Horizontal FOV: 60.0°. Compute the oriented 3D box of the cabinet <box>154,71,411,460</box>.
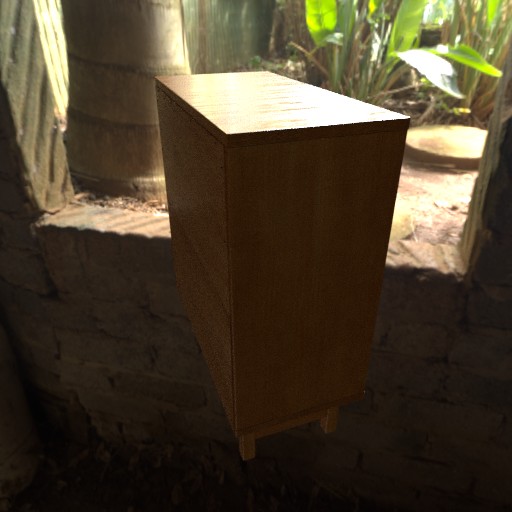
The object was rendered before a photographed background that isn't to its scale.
[{"bbox_3d":[0.000,0.000,1.426,0.419,1.001,0.800,-10,31,-18],"label":"cabinet"}]
